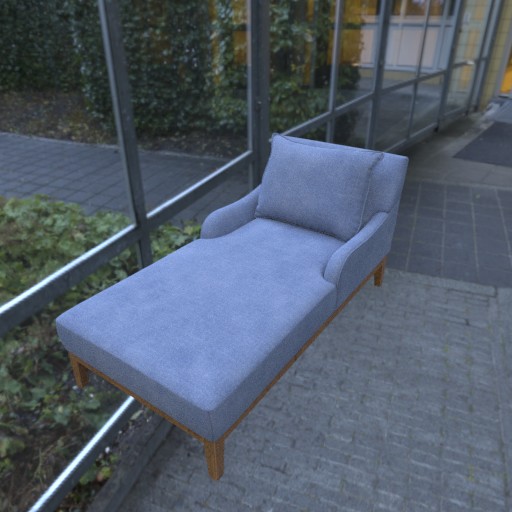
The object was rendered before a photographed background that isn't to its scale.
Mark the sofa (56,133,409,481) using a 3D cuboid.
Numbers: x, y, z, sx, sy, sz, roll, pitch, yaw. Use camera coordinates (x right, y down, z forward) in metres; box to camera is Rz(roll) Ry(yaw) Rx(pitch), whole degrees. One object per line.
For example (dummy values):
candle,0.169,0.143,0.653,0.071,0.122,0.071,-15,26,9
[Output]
sofa,0.000,0.000,2.277,0.904,0.883,1.779,19,34,30
